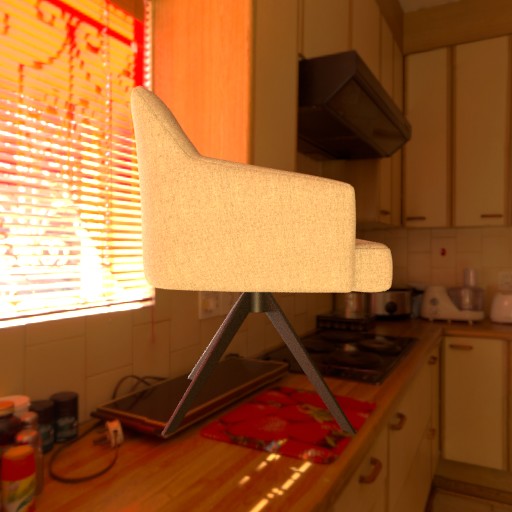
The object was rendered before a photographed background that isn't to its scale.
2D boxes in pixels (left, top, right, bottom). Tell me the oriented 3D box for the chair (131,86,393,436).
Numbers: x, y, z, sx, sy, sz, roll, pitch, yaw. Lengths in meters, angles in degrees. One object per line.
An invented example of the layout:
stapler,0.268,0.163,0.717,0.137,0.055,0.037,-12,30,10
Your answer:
chair,0.000,0.000,1.332,0.677,0.874,0.642,0,1,-1
